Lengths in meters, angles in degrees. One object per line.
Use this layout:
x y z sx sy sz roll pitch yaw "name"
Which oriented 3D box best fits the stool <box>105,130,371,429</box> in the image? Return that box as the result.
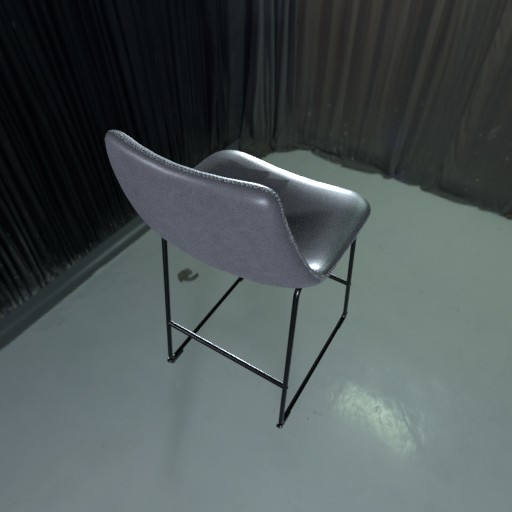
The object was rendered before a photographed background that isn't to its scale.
0.000 0.000 1.162 0.470 0.876 0.546 24 51 21 "stool"
